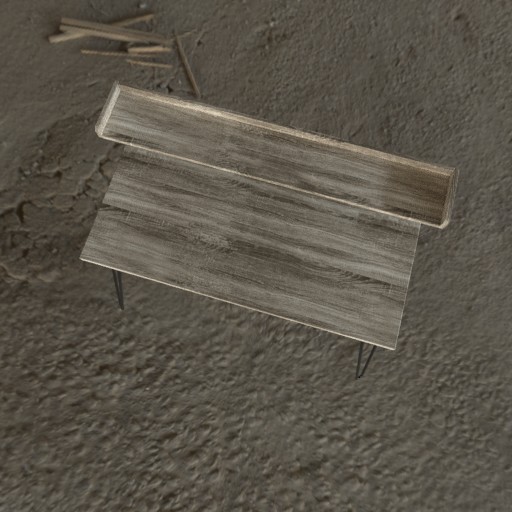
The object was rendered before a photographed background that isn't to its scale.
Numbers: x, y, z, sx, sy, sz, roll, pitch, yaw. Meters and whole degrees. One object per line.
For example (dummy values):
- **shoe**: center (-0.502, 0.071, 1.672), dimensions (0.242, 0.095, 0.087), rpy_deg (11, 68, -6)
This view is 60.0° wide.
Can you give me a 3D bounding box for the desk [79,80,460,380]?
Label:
- **desk**: center (0.000, 0.000, 1.632), dimensions (1.135, 0.899, 0.605), rpy_deg (16, 75, 4)
